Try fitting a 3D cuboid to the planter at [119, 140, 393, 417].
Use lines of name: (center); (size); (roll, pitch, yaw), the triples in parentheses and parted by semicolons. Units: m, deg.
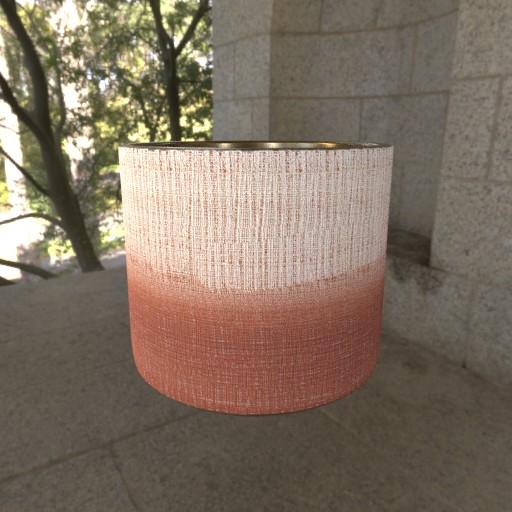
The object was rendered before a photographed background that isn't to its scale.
planter: (0.000, 0.000, 0.448); (0.254, 0.221, 0.254); (0, 16, 0)
